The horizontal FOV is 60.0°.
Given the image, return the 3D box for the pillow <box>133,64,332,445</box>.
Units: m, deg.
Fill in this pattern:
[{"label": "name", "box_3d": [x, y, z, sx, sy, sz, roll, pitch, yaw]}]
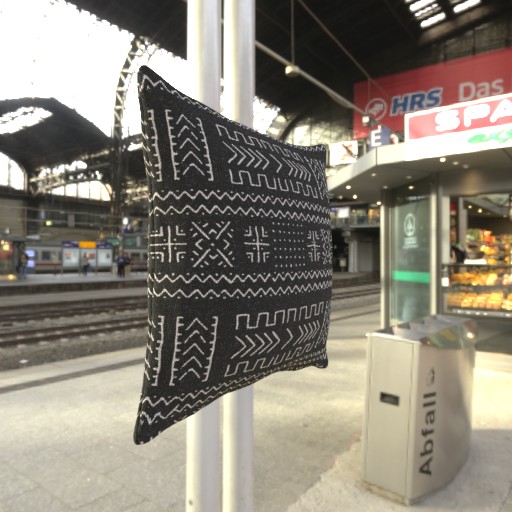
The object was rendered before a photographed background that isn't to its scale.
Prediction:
[{"label": "pillow", "box_3d": [0.000, 0.000, 0.669, 0.164, 0.430, 0.438, 0, -1, 37]}]
